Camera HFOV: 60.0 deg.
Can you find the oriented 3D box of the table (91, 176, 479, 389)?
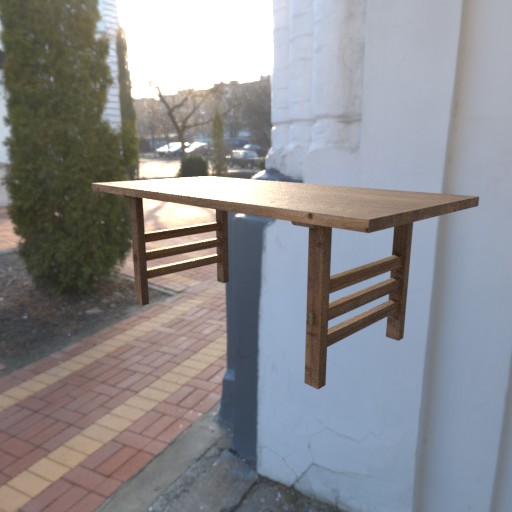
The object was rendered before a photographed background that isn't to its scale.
[{"bbox_3d":[0.000,0.000,2.525,0.952,0.760,2.003,-13,19,-43],"label":"table"}]
